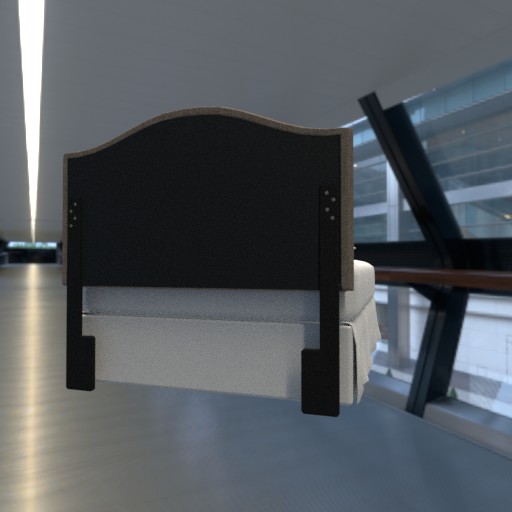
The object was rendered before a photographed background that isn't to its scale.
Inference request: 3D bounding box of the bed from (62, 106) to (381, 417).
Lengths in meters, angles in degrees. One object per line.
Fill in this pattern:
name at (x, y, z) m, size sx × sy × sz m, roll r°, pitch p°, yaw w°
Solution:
bed at (0.000, 0.000, 3.285) m, size 1.713 × 1.518 × 2.153 m, roll 0°, pitch -1°, yaw 18°
